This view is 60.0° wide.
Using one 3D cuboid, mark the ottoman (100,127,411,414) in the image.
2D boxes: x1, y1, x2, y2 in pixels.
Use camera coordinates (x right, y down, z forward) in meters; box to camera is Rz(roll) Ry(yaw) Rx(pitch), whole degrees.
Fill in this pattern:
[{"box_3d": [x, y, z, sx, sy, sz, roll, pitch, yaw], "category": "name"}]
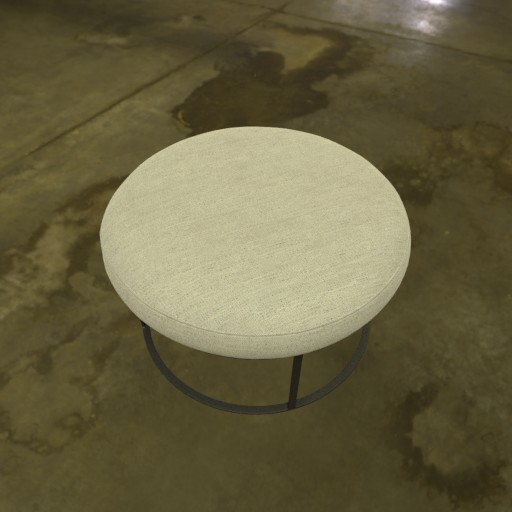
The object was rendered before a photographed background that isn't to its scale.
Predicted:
[{"box_3d": [0.000, 0.000, 1.231, 0.769, 0.459, 0.769, 0, 47, 0], "category": "ottoman"}]
